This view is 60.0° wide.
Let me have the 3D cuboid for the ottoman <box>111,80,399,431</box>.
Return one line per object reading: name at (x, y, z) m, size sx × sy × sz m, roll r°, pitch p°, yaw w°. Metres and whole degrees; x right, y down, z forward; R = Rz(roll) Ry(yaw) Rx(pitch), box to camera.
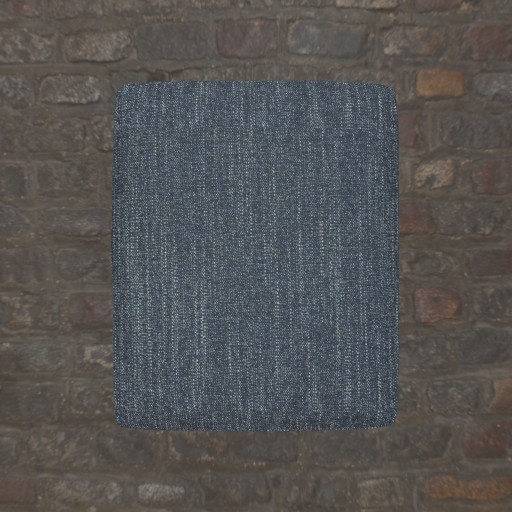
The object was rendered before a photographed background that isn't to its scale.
ottoman at (0.000, 0.000, 1.207) m, size 0.667 × 0.491 × 0.814 m, roll 0°, pitch 90°, yaw 0°
